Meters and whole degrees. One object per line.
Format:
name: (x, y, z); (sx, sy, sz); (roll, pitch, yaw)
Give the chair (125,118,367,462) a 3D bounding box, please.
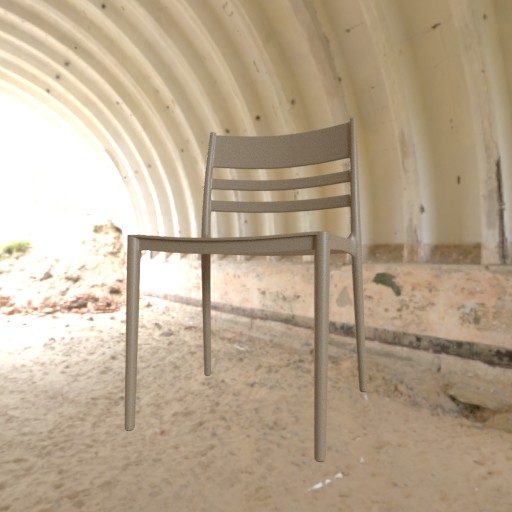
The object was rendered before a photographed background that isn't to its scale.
chair: (0.000, 0.000, 1.176); (0.531, 0.800, 0.511); (0, 0, 20)
